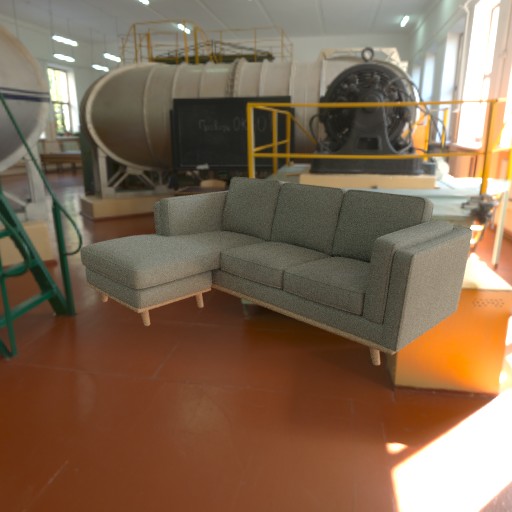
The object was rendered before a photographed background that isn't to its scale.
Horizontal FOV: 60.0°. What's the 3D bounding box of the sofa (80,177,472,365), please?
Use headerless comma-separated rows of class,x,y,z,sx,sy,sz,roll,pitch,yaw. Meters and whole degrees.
sofa,0.000,0.000,3.186,1.604,0.929,2.411,-15,22,-43
